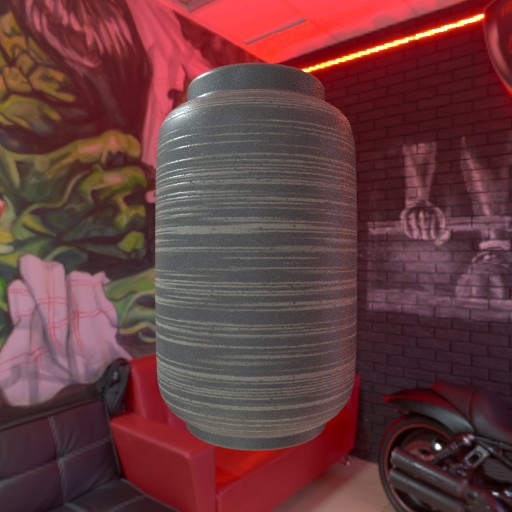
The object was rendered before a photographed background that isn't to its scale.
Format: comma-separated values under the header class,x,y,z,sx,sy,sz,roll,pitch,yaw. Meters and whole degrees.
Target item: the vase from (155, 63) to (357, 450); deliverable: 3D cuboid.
class,x,y,z,sx,sy,sz,roll,pitch,yaw
vase,0.000,0.000,0.668,0.297,0.499,0.297,0,0,0
